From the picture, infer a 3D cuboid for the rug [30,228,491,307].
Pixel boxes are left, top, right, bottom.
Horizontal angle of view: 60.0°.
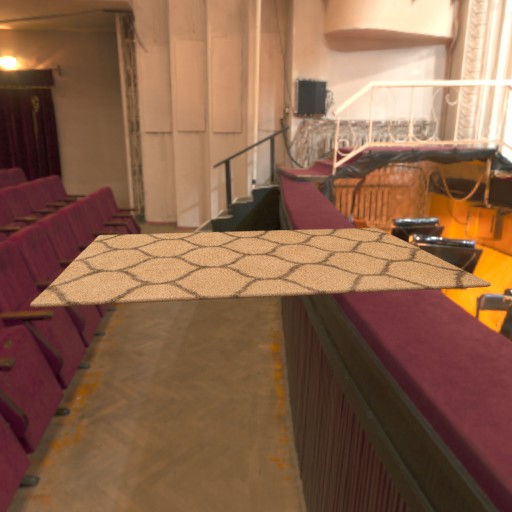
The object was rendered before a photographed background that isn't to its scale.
[{"bbox_3d":[0.000,0.000,3.415,2.701,0.026,1.801,-2,15,-7],"label":"rug"}]
